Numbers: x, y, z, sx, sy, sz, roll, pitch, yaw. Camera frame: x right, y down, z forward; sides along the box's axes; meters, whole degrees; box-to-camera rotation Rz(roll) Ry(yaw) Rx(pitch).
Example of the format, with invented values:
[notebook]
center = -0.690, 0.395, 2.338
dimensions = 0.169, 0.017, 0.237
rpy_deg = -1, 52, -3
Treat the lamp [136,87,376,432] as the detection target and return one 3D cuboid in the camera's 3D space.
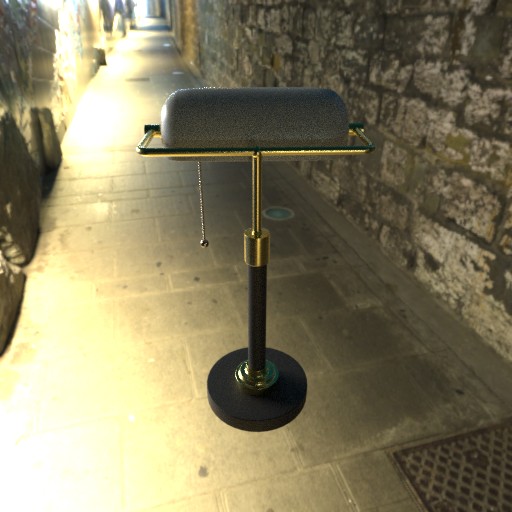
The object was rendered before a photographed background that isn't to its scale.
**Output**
[lamp]
center = 0.000, 0.000, 0.581
dimensions = 0.269, 0.404, 0.227
rpy_deg = -1, 29, -2
